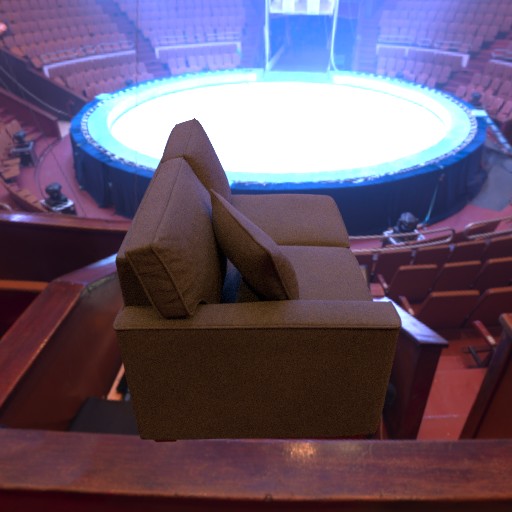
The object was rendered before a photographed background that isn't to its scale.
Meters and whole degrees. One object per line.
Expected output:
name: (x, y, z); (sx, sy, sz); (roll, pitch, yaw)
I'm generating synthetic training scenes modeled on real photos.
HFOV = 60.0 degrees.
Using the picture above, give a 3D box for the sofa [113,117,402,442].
sofa: (0.000, 0.000, 2.133); (0.991, 0.989, 1.388); (-1, 32, -1)
